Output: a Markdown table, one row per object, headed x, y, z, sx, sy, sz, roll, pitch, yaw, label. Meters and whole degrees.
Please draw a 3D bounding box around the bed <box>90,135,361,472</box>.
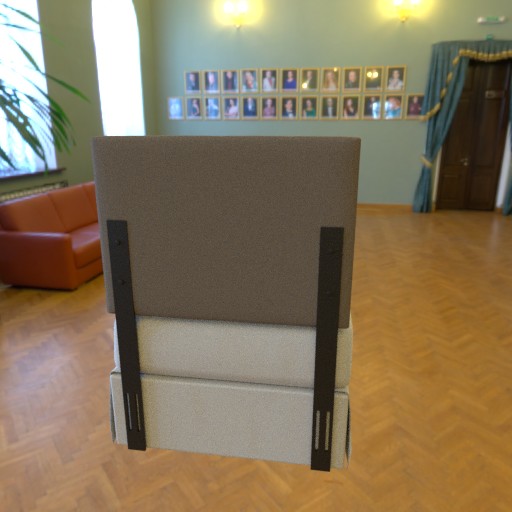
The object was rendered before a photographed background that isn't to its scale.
| x | y | z | sx | sy | sz | roll | pitch | yaw | label |
| --- | --- | --- | --- | --- | --- | --- | --- | --- | --- |
| 0.000 | 0.000 | 2.941 | 1.261 | 1.571 | 1.997 | 2 | 16 | 8 | bed |
